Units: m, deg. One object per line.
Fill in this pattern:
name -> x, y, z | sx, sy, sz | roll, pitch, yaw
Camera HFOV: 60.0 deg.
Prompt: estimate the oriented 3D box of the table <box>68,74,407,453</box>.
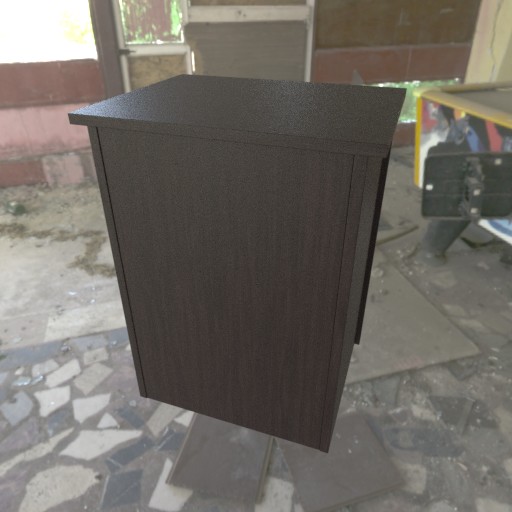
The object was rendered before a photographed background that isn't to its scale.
table -> 0.000, 0.000, 0.931 | 0.480, 0.635, 0.381 | 10, 33, 17
